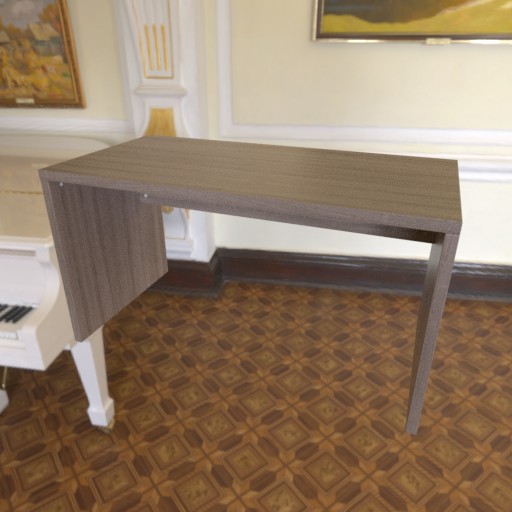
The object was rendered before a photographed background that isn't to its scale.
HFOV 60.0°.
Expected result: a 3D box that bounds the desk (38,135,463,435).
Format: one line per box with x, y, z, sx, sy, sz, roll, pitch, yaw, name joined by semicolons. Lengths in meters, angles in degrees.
0.000;0.000;1.787;1.380;0.745;0.690;10;28;19;desk
